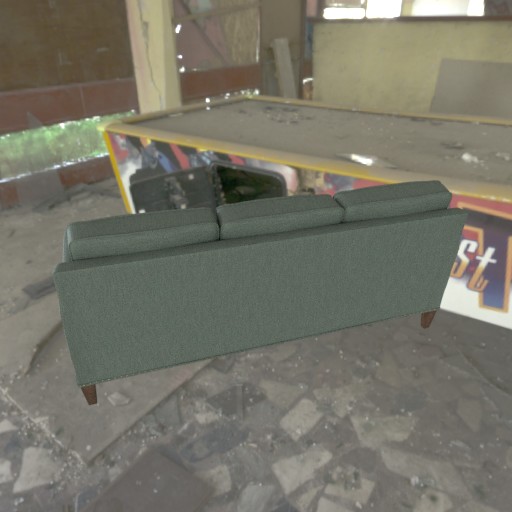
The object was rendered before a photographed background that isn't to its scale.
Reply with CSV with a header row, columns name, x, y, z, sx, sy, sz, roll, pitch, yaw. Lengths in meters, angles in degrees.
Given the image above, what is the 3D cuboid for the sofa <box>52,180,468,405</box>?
name,x,y,z,sx,sy,sz,roll,pitch,yaw
sofa,0.000,0.000,2.769,2.246,1.003,1.084,-9,29,-16
